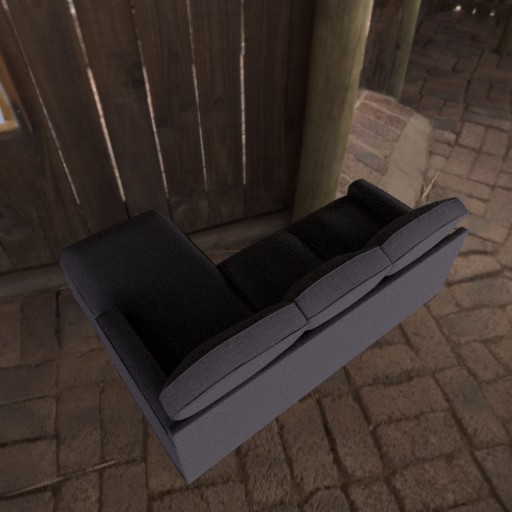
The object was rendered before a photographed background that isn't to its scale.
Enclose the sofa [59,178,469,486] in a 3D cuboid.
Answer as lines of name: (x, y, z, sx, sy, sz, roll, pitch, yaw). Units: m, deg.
sofa: (0.000, 0.000, 3.233, 2.370, 0.973, 1.790, -29, 52, -25)
